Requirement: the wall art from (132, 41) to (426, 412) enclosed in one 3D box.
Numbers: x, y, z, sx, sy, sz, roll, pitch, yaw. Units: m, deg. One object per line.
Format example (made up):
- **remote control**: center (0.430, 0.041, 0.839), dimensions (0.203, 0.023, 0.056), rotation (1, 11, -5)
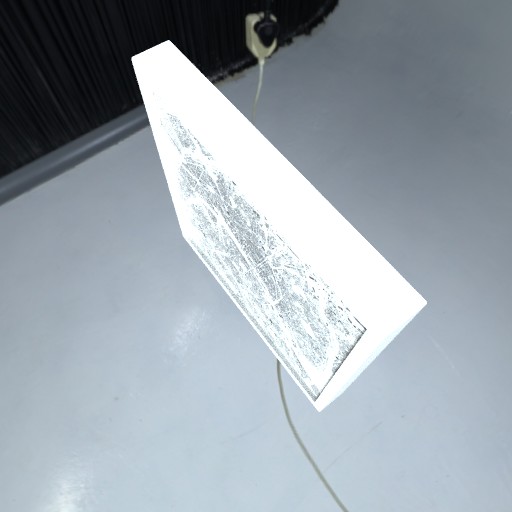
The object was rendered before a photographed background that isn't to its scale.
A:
- **wall art**: center (0.000, 0.000, 0.459), dimensions (0.038, 0.305, 0.305), rotation (-34, 68, -16)
